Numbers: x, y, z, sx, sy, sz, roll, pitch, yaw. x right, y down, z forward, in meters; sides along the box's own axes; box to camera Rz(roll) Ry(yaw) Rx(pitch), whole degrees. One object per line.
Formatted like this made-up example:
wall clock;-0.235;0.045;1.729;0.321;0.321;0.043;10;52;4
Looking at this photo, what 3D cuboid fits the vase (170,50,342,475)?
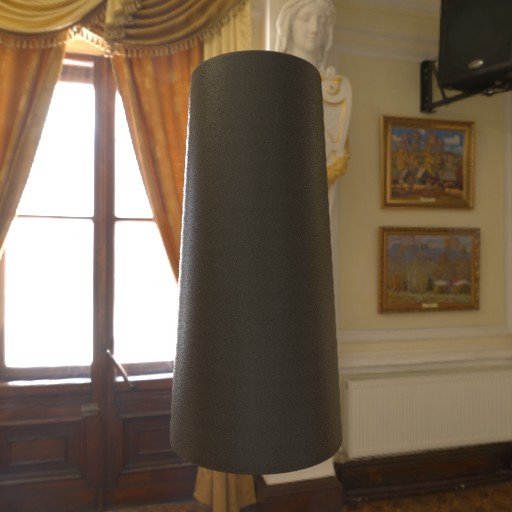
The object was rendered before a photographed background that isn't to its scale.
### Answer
vase;0.000;0.000;0.360;0.136;0.289;0.136;0;-1;-1
